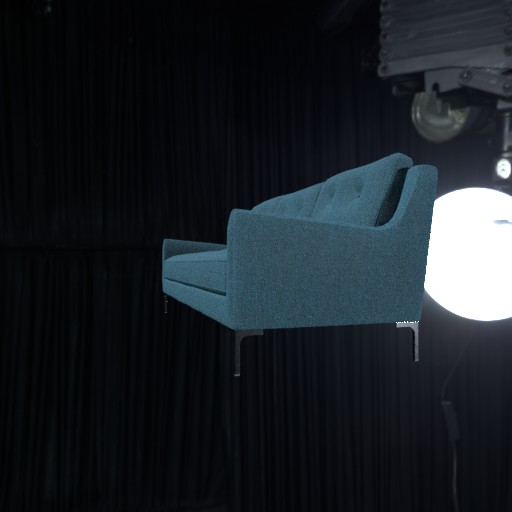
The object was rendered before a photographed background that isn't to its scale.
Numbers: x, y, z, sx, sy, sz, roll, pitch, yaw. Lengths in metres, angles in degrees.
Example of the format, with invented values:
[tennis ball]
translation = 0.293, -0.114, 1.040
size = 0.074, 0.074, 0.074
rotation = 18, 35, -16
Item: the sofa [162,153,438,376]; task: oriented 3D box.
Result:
[sofa]
translation = 0.000, 0.000, 2.567
size = 0.849, 0.837, 2.060
rotation = 0, -1, -18
